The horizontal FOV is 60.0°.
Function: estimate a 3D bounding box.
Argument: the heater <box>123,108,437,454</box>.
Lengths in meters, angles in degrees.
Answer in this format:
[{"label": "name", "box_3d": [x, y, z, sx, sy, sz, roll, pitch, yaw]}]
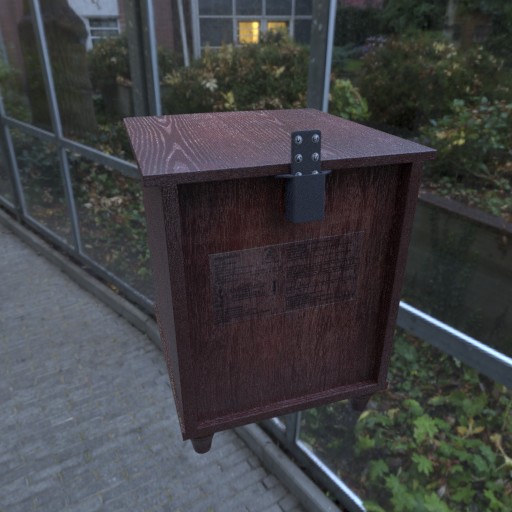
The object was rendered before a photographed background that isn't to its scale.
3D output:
[{"label": "heater", "box_3d": [0.000, 0.000, 0.749, 0.362, 0.481, 0.400, -8, 28, -16]}]
